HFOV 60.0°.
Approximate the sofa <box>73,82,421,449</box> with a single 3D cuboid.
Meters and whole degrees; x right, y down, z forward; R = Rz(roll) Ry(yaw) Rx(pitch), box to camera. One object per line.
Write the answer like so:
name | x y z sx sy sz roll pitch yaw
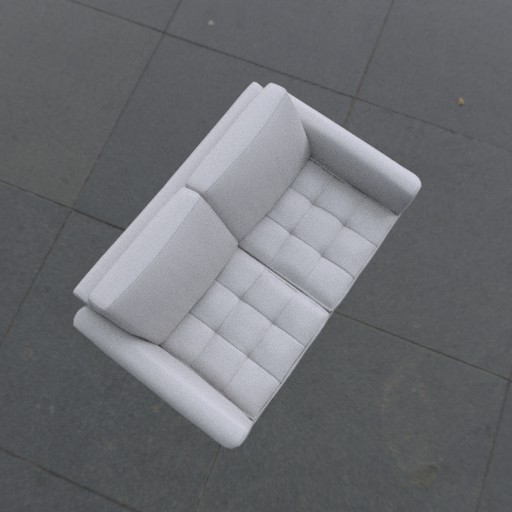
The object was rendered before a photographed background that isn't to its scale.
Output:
sofa | 0.000 0.000 2.538 1.121 0.930 1.819 36 78 9
